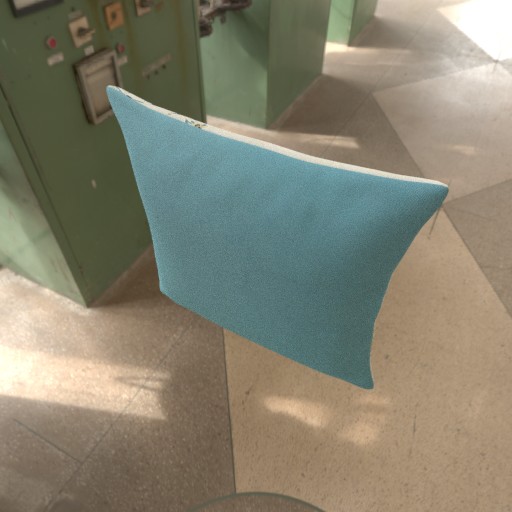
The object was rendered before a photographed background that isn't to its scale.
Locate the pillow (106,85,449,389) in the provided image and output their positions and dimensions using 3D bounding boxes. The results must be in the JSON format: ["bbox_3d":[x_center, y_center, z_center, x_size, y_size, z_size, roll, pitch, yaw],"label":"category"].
[{"bbox_3d":[0.000,0.000,0.784,0.526,0.507,0.166,22,50,20],"label":"pillow"}]
